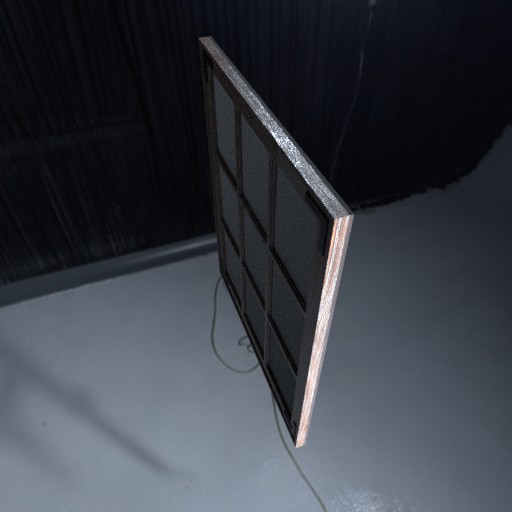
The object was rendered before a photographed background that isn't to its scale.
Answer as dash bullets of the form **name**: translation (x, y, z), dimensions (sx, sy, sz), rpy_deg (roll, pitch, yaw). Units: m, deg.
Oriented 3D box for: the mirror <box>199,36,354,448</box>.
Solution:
- **mirror**: translation (0.000, 0.000, 1.201), dimensions (0.032, 0.882, 0.730), rpy_deg (-15, 48, -14)
